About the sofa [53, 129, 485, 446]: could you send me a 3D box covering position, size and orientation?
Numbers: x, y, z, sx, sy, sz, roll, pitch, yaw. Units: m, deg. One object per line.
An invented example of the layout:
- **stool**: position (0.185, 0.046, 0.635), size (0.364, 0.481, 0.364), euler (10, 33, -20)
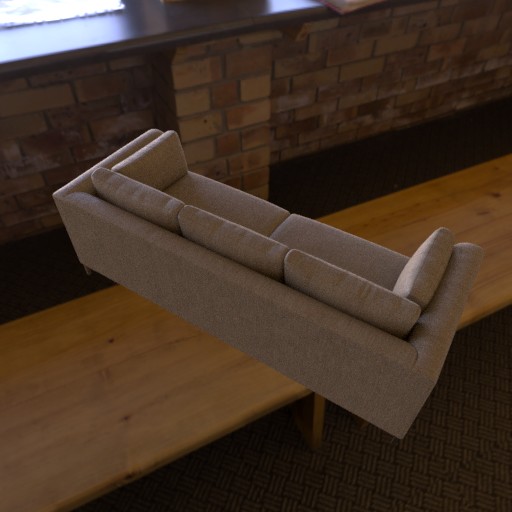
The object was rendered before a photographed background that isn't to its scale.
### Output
- **sofa**: position (0.000, 0.000, 2.834), size (2.415, 0.867, 0.969), euler (24, 51, 22)
